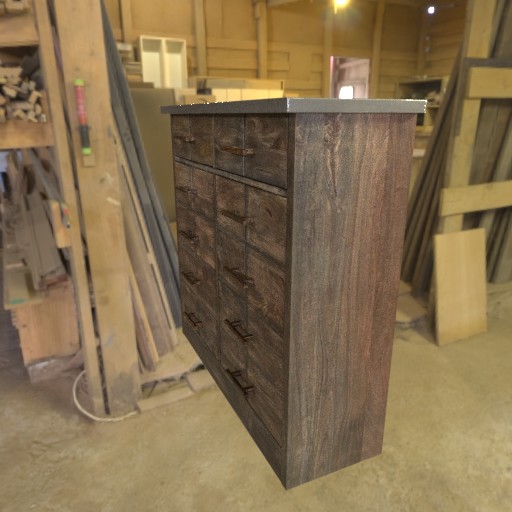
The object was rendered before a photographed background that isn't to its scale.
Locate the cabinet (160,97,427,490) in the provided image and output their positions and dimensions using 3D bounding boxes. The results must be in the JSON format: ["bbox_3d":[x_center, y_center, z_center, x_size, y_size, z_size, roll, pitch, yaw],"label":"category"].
[{"bbox_3d":[0.000,0.000,1.415,0.338,0.919,0.968,-8,19,-24],"label":"cabinet"}]
